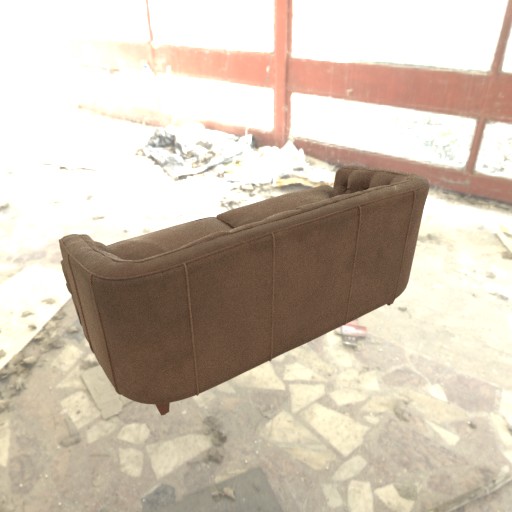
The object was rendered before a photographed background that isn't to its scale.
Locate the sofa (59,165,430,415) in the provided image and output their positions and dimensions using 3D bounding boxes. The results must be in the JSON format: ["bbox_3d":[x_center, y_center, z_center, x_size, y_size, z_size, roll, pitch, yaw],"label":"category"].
[{"bbox_3d":[0.000,0.000,2.300,1.767,0.799,0.917,-19,36,-28],"label":"sofa"}]
